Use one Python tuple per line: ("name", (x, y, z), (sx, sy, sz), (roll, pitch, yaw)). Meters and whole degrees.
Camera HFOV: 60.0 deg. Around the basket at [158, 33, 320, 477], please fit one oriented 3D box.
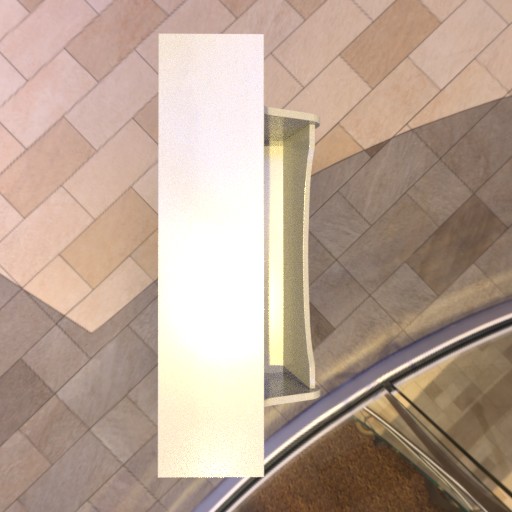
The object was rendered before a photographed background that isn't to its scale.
("basket", (0.000, 0.000, 1.081), (0.350, 0.600, 0.780), (0, 90, -1))
